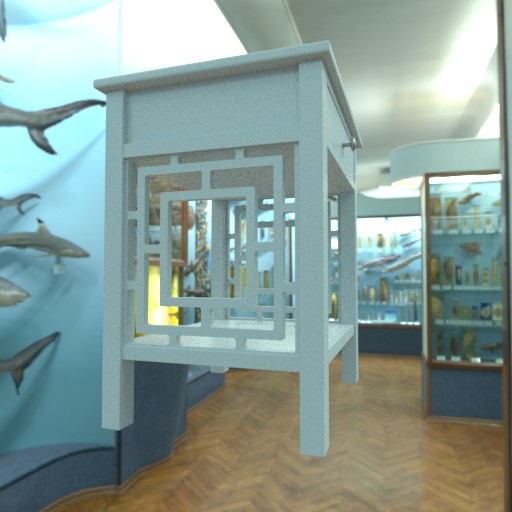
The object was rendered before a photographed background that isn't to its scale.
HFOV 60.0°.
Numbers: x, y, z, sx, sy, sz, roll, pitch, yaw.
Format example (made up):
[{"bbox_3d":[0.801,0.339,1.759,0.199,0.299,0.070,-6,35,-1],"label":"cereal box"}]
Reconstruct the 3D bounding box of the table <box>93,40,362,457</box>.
[{"bbox_3d":[0.000,0.000,1.008,0.451,0.646,0.564,-1,-2,19],"label":"table"}]
